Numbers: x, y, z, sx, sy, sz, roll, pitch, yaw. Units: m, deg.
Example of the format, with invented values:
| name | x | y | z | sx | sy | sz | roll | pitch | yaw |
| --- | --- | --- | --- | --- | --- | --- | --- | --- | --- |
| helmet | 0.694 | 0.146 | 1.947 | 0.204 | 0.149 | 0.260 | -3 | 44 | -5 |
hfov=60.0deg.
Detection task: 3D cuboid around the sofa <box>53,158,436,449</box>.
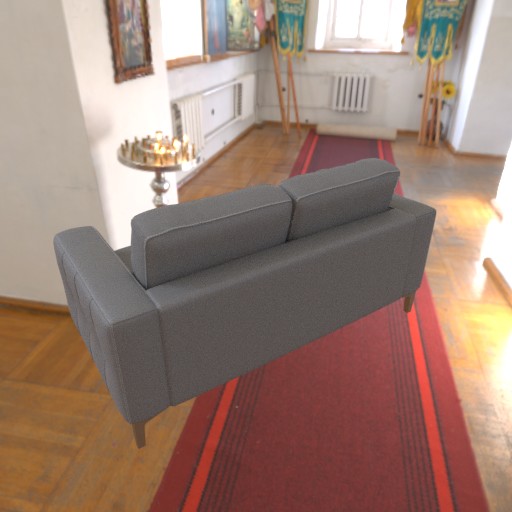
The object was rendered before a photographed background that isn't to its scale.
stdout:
| name | x | y | z | sx | sy | sz | roll | pitch | yaw |
| --- | --- | --- | --- | --- | --- | --- | --- | --- | --- |
| sofa | 0.000 | 0.000 | 2.224 | 1.726 | 0.892 | 0.833 | -18 | 34 | -29 |
